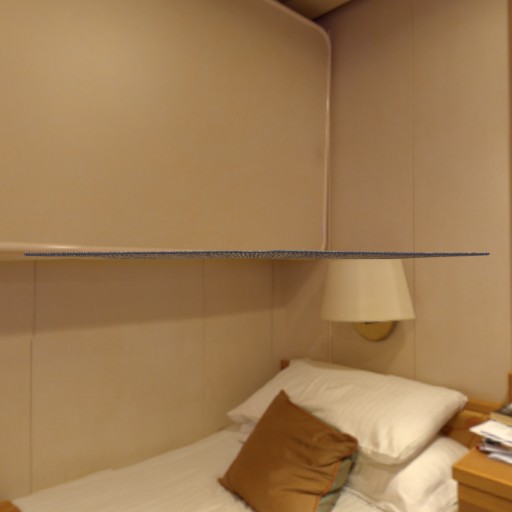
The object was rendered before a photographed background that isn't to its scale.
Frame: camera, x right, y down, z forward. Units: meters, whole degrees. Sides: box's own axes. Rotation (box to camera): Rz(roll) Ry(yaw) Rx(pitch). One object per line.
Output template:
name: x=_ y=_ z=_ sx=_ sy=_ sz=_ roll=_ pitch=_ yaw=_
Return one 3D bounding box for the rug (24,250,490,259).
rug: x=0.000 y=0.000 z=3.021 sx=2.349 sy=0.030 sz=1.624 roll=0 pitch=-1 yaw=0
